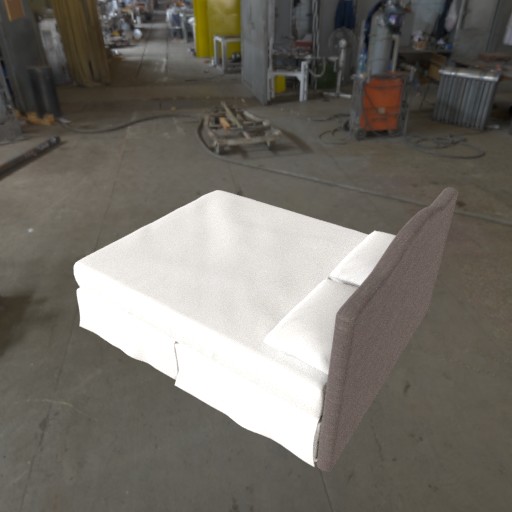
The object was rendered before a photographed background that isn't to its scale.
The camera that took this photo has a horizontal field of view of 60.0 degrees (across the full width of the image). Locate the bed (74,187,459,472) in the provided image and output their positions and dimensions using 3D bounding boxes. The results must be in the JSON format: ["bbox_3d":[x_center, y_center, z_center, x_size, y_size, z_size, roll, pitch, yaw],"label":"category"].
[{"bbox_3d":[0.000,0.000,3.951,2.689,1.457,2.161,21,37,30],"label":"bed"}]
